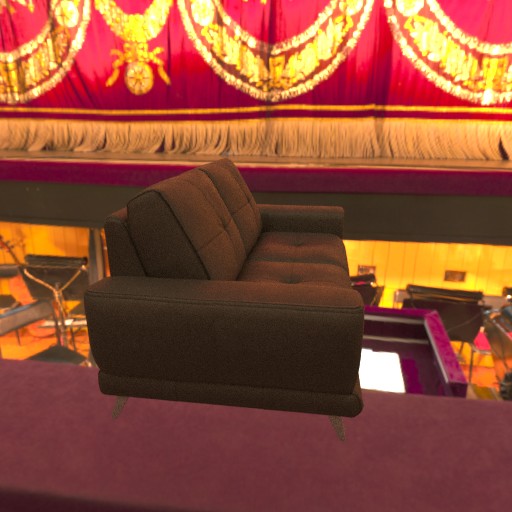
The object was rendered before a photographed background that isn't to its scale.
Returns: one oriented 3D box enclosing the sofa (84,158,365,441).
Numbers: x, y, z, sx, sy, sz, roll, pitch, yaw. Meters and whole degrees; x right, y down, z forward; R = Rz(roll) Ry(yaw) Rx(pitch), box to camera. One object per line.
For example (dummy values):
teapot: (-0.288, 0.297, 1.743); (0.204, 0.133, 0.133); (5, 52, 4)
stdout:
sofa: (0.000, 0.000, 2.358); (1.018, 0.907, 1.806); (3, 18, 8)
